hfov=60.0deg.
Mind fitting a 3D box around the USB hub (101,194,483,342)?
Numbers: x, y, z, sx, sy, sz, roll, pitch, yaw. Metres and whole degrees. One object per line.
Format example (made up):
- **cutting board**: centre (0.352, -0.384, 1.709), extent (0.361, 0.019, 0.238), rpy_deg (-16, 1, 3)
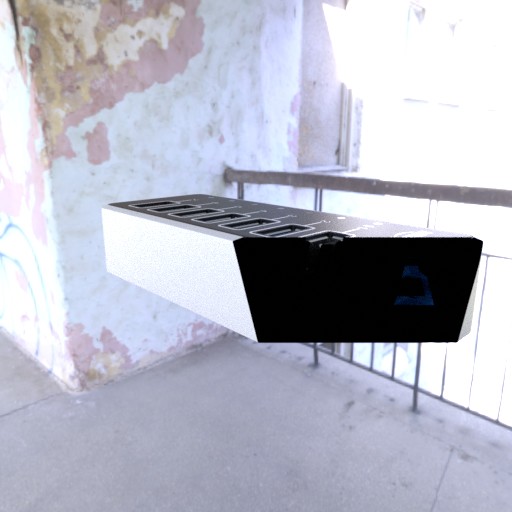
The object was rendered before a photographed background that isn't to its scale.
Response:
- **USB hub**: centre (0.000, 0.000, 0.128), extent (0.044, 0.023, 0.110), rpy_deg (-14, 21, -42)
